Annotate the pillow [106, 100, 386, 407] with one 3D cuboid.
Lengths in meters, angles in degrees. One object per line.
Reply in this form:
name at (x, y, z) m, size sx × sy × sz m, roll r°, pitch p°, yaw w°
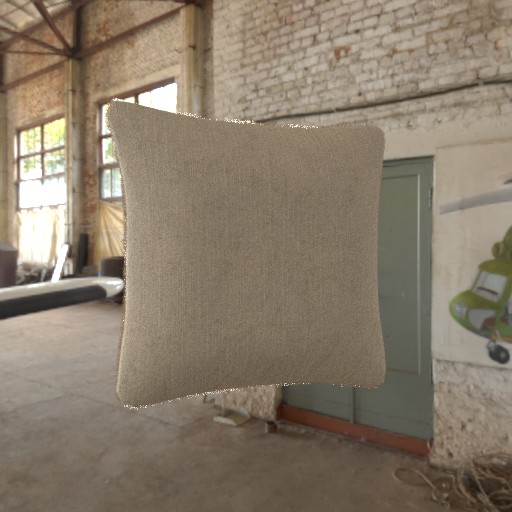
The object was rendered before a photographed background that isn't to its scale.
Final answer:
pillow at (0.000, 0.000, 0.832) m, size 0.538 × 0.525 × 0.216 m, roll 0°, pitch 1°, yaw -18°
